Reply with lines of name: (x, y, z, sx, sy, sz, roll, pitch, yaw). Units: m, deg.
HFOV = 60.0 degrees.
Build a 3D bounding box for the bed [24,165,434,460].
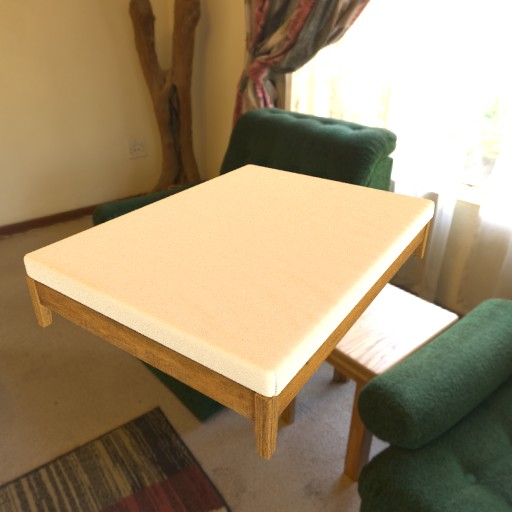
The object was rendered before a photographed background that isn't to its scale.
bed: (0.000, 0.000, 2.693, 1.536, 0.431, 2.016, 18, 33, 30)
